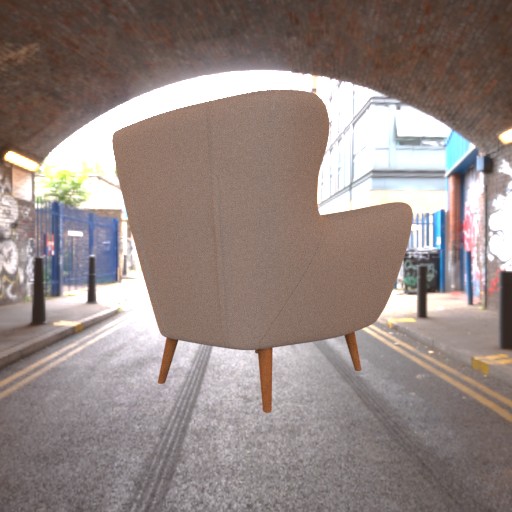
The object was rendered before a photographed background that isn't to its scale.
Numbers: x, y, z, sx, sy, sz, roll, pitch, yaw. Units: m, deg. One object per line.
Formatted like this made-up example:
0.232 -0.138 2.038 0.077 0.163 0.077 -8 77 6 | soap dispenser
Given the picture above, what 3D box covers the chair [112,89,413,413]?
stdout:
0.000 0.000 1.607 0.890 0.889 0.889 0 0 38 | chair
